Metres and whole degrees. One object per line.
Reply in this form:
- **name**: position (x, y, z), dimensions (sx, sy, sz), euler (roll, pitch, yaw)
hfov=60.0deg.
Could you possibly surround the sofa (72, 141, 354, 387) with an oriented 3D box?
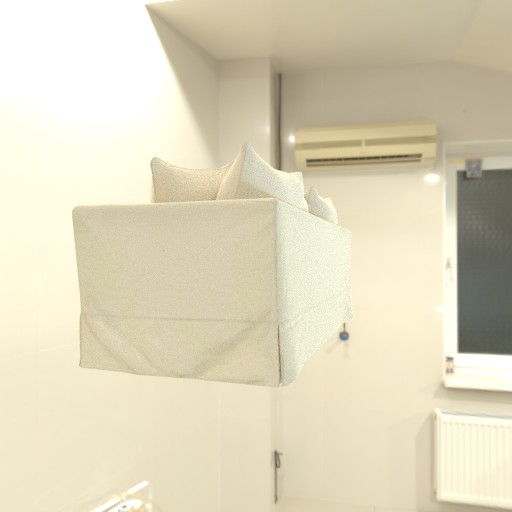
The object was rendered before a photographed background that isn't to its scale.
- **sofa**: position (0.000, 0.000, 2.916), dimensions (1.031, 1.034, 2.290), euler (0, 0, 19)
